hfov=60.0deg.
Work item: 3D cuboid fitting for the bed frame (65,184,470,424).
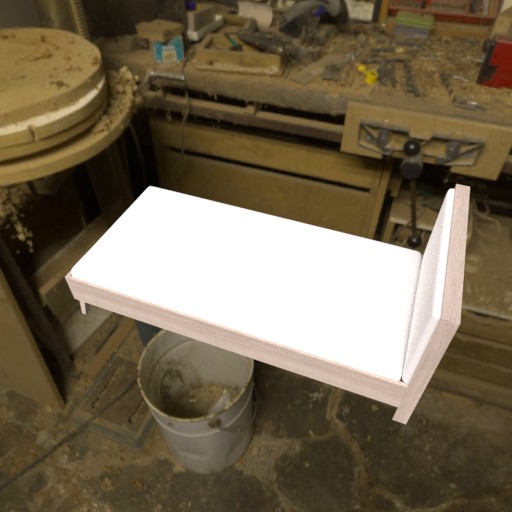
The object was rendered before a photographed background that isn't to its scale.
[{"bbox_3d":[0.000,0.000,2.704,2.140,0.920,0.990,15,47,15],"label":"bed frame"}]
